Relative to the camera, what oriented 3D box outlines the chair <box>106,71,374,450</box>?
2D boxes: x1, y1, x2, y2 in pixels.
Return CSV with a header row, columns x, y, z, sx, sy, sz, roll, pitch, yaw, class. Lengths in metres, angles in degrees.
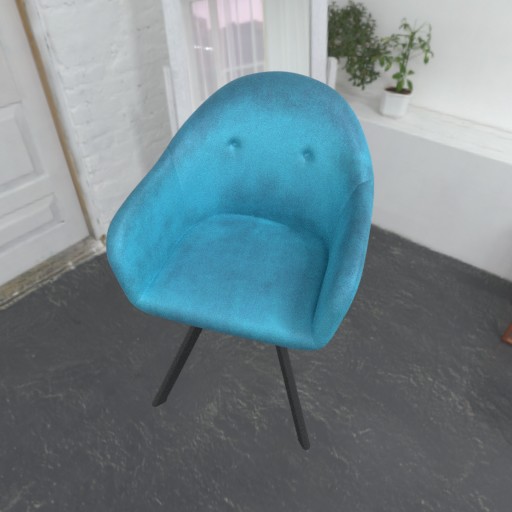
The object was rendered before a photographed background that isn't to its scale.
x,y,z,sx,sy,sz,roll,pitch,yaw,class
0.000,0.000,1.169,0.540,0.780,0.570,11,43,12,chair
